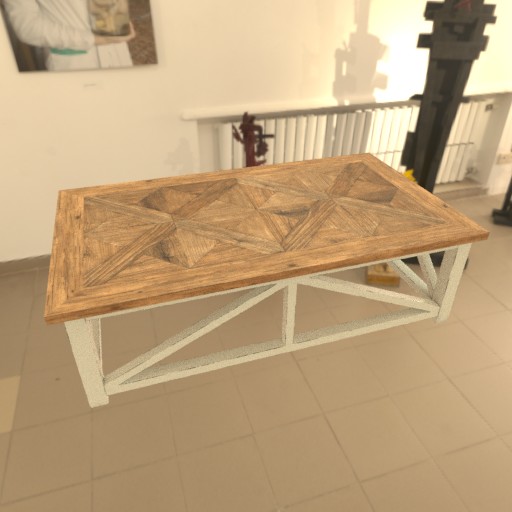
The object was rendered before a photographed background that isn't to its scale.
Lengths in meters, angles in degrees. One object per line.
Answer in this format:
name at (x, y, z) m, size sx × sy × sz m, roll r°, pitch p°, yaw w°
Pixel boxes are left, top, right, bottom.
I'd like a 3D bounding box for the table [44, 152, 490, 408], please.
table at (0.000, 0.000, 1.745) m, size 1.400 × 0.410 × 0.800 m, roll -10°, pitch 35°, yaw -15°
